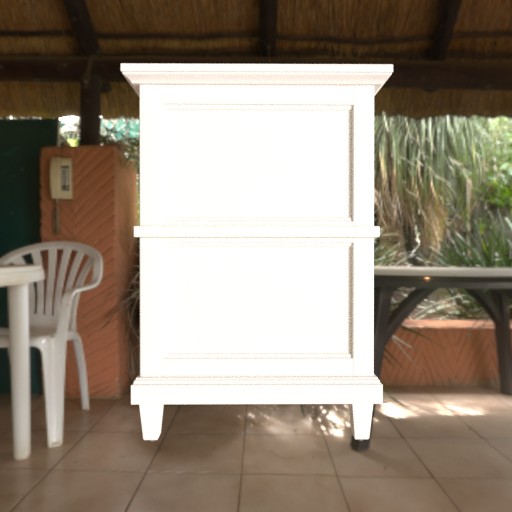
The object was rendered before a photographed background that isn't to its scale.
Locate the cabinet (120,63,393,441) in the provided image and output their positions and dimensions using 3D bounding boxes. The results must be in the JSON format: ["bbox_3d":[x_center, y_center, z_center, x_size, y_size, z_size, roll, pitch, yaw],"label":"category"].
[{"bbox_3d":[0.000,0.000,1.161,0.547,0.775,0.544,0,0,0],"label":"cabinet"}]
